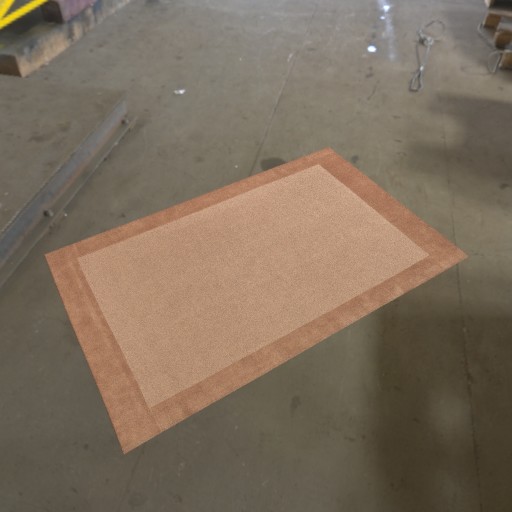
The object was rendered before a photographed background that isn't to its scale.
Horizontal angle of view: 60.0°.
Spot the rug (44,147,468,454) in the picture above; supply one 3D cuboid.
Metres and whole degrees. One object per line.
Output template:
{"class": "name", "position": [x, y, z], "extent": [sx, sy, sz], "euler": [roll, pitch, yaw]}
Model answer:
{"class": "rug", "position": [0.000, 0.000, 2.995], "extent": [2.438, 0.014, 1.524], "euler": [-25, 52, -21]}
